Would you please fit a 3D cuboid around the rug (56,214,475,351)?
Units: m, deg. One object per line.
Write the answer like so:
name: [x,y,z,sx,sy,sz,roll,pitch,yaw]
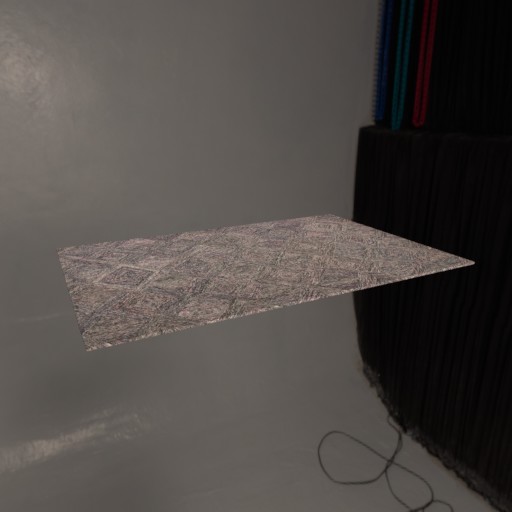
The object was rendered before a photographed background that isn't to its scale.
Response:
rug: [0.000,0.000,2.897,2.298,0.017,1.501,-9,20,-26]
